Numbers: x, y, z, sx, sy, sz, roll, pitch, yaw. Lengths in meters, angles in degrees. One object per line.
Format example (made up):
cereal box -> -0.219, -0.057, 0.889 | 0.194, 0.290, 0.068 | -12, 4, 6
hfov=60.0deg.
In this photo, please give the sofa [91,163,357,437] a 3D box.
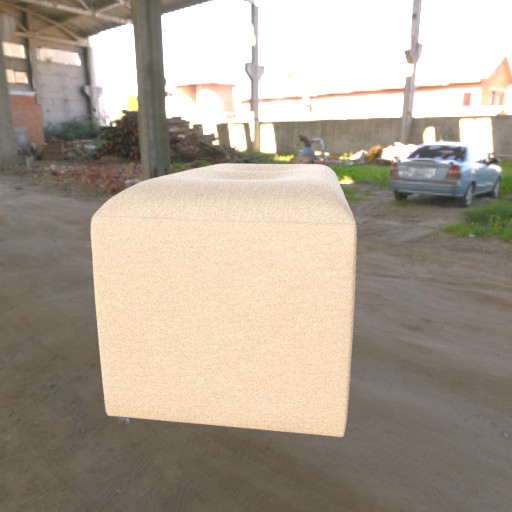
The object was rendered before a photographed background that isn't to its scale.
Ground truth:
sofa -> 0.000, 0.000, 1.221 | 0.480, 0.470, 0.930 | 2, 15, 8
